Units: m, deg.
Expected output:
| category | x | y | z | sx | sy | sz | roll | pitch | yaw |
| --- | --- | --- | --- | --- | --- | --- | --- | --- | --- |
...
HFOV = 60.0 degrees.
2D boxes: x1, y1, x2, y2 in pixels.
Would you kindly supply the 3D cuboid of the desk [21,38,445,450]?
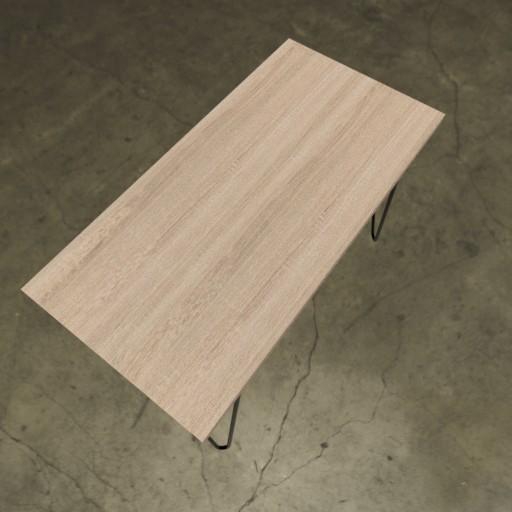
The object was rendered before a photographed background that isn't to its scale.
| category | x | y | z | sx | sy | sz | roll | pitch | yaw |
| --- | --- | --- | --- | --- | --- | --- | --- | --- | --- |
| desk | 0.000 | 0.000 | 1.341 | 0.499 | 0.660 | 0.991 | 34 | 68 | 16 |
